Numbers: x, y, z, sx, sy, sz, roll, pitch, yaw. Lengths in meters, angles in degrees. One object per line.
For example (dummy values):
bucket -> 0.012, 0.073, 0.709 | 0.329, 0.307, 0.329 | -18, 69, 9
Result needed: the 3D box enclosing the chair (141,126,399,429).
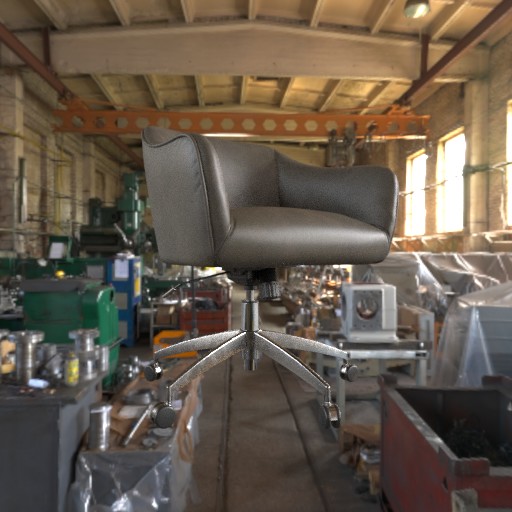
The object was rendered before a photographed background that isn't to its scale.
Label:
chair -> 0.000, 0.000, 1.324 | 0.713, 0.827, 0.689 | 0, 1, -36
